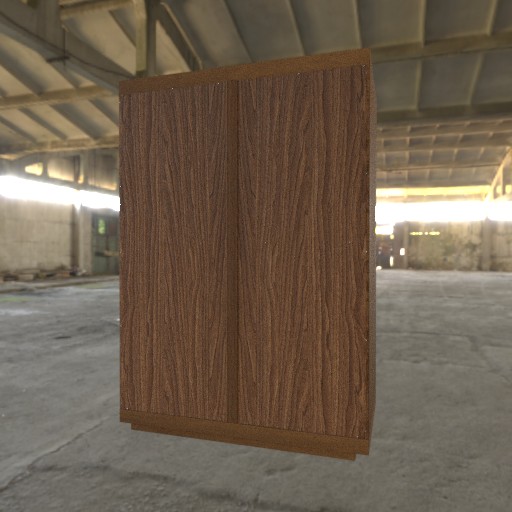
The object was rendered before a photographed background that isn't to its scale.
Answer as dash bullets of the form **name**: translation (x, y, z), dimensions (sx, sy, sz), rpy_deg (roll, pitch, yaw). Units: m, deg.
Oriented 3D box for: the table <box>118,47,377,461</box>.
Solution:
- **table**: translation (0.000, 0.000, 1.756), dimensions (0.901, 1.294, 0.524), rpy_deg (0, 1, 18)
